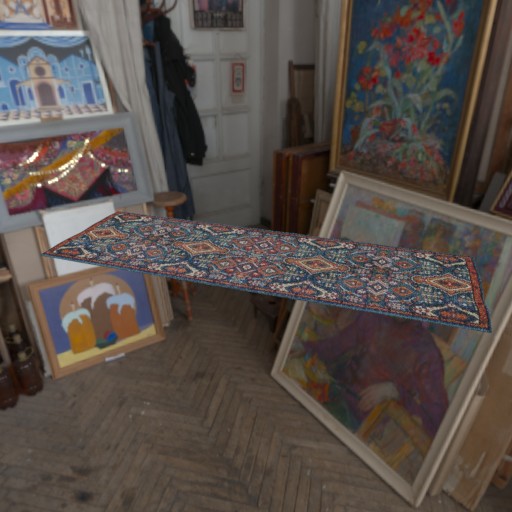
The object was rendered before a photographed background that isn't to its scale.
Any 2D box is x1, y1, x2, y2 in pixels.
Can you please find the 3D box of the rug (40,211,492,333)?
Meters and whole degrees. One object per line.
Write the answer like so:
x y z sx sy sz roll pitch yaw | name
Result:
0.000 0.000 2.625 2.459 0.010 0.801 8 27 17 | rug
